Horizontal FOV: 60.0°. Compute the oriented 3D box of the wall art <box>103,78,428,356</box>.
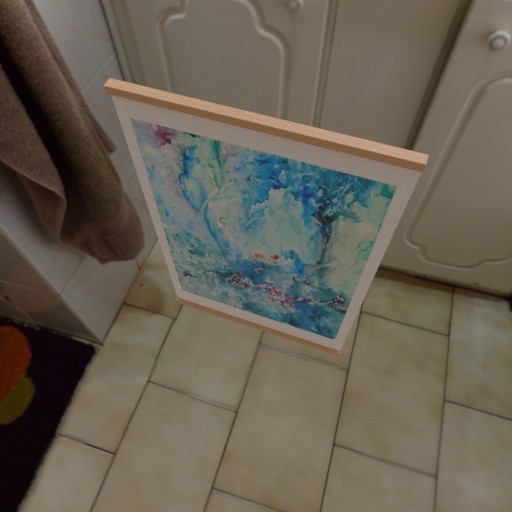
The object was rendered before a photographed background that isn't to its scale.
[{"bbox_3d":[0.000,0.000,0.654,0.335,0.510,0.013,17,59,10],"label":"wall art"}]
